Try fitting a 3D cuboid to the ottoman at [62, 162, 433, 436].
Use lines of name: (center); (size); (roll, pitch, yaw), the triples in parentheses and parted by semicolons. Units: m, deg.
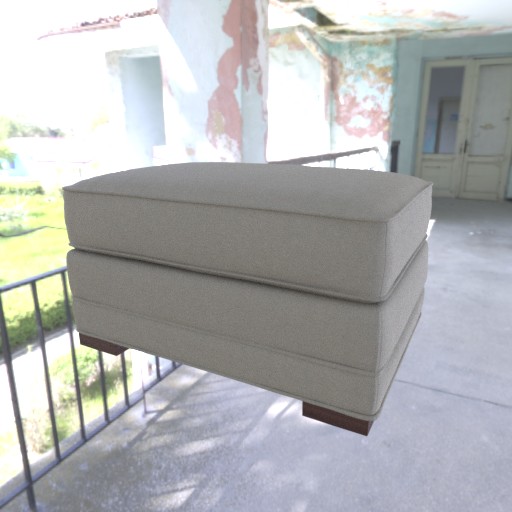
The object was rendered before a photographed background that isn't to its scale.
ottoman: (0.000, 0.000, 1.223); (0.848, 0.482, 0.611); (9, 19, 27)
